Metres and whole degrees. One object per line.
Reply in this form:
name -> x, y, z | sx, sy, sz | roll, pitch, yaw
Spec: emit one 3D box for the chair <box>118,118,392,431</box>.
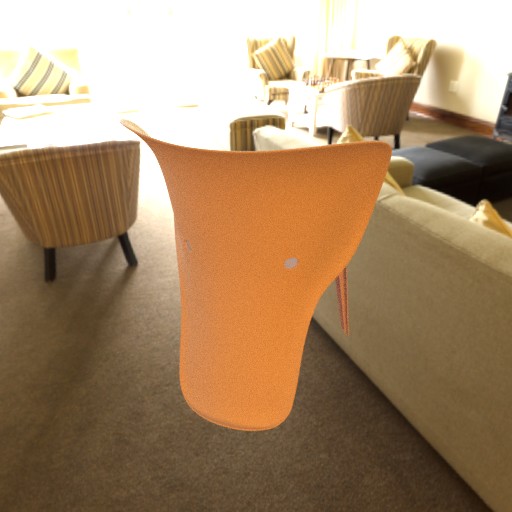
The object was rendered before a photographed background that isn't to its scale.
chair -> 0.000, 0.000, 0.874 | 0.451, 0.554, 0.402 | 10, 32, 16
